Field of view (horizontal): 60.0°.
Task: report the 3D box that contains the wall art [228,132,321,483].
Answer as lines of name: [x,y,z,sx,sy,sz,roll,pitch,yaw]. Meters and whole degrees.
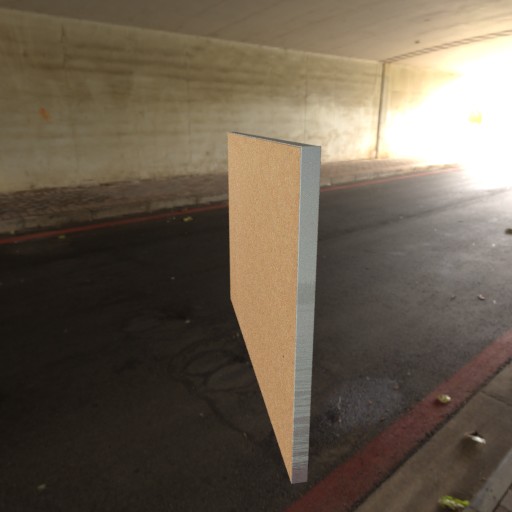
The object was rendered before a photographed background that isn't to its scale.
wall art: [0.000,0.000,0.784,0.021,0.410,0.615,-3,17,-10]
